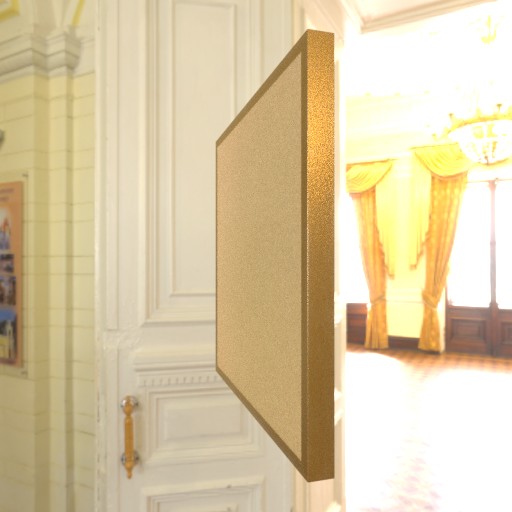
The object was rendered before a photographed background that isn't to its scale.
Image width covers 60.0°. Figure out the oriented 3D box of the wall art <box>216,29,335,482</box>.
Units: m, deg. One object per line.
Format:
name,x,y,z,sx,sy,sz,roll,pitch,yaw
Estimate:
wall art,0.000,0.000,0.745,0.033,0.509,0.510,0,0,-17
